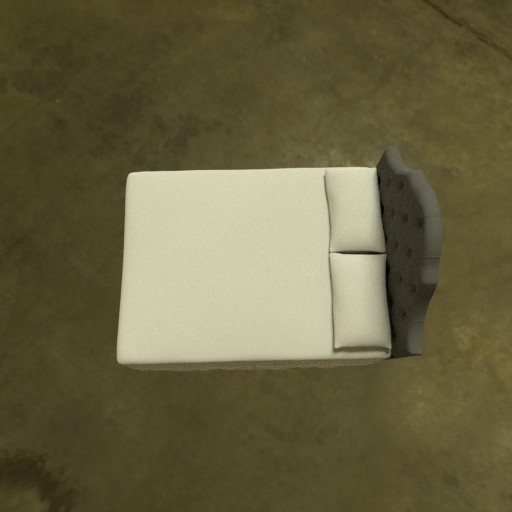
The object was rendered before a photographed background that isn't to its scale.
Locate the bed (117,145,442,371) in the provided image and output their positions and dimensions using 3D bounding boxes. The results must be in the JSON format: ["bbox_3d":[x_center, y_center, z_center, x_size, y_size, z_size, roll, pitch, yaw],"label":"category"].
[{"bbox_3d":[0.000,0.000,3.325,2.155,1.575,1.636,-1,75,0],"label":"bed"}]
